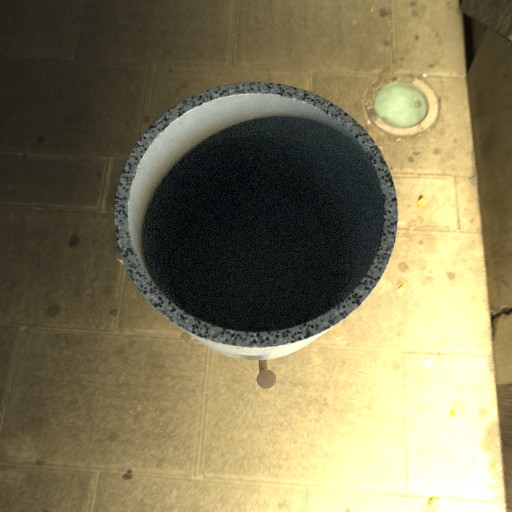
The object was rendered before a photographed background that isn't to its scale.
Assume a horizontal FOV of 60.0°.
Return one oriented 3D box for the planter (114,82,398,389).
[{"bbox_3d":[0.000,0.000,0.675,0.360,0.419,0.360,18,75,5],"label":"planter"}]
